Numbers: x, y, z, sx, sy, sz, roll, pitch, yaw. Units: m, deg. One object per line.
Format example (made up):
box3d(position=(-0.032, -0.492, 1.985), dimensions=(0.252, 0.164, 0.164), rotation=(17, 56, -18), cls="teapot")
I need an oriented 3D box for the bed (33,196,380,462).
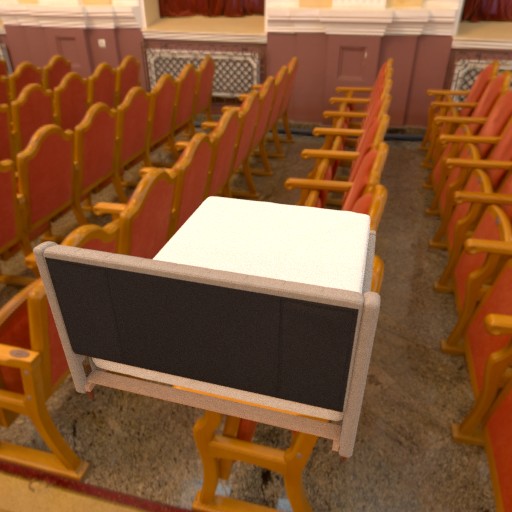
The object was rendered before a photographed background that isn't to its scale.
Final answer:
box3d(position=(0.000, 0.000, 3.167), dimensions=(1.656, 1.147, 2.232), rotation=(8, 33, 13), cls="bed")
